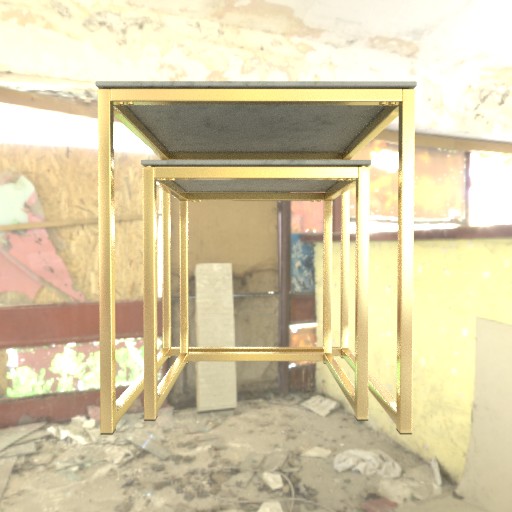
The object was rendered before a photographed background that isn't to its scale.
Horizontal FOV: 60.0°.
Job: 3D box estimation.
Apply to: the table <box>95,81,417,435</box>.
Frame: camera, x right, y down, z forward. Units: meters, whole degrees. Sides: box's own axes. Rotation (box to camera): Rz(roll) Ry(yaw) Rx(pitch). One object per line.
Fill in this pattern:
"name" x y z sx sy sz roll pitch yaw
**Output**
"table" 0.000 0.000 0.850 0.450 0.500 0.450 0 1 0
